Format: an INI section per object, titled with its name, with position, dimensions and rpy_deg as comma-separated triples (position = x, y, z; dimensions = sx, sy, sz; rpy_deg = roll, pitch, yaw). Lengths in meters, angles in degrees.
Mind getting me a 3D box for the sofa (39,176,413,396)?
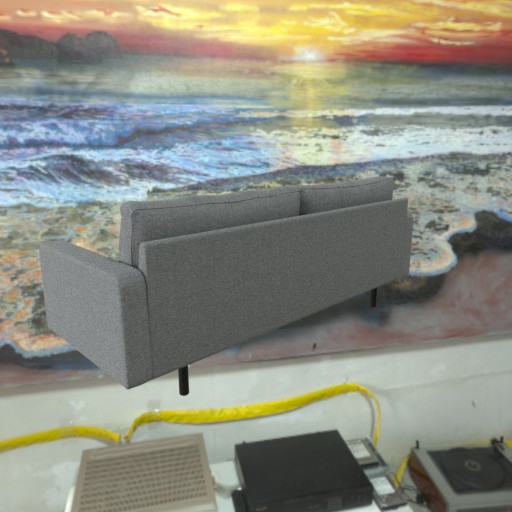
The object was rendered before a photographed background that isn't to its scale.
[sofa]
position = 0.000, 0.000, 2.665
dimensions = 2.200, 0.880, 0.880
rpy_deg = -14, 20, -42
